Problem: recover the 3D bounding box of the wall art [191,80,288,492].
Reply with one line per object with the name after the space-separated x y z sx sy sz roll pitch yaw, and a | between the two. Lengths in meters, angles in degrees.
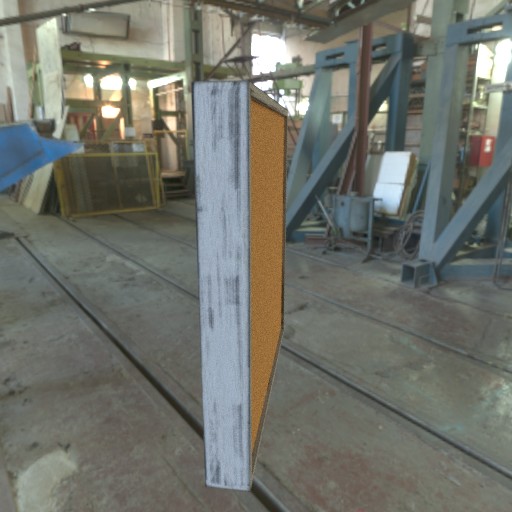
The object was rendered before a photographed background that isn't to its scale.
0.000 0.000 0.457 0.036 0.303 0.303 2 15 8 | wall art
